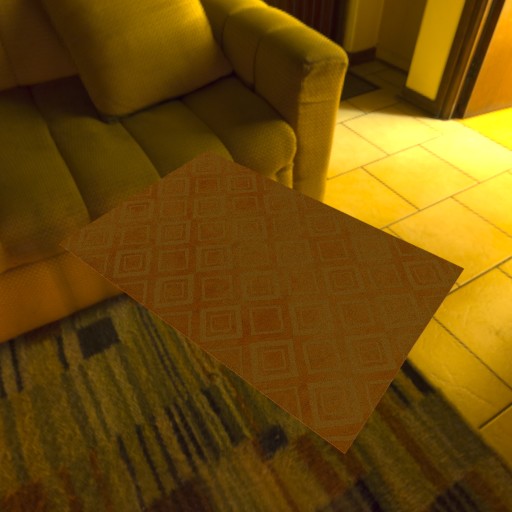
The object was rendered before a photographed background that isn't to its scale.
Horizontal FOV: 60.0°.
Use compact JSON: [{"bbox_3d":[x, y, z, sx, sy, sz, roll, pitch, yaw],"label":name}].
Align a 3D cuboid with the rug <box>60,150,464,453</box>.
[{"bbox_3d":[0.000,0.000,2.392,1.829,0.010,1.213,30,53,26],"label":"rug"}]
